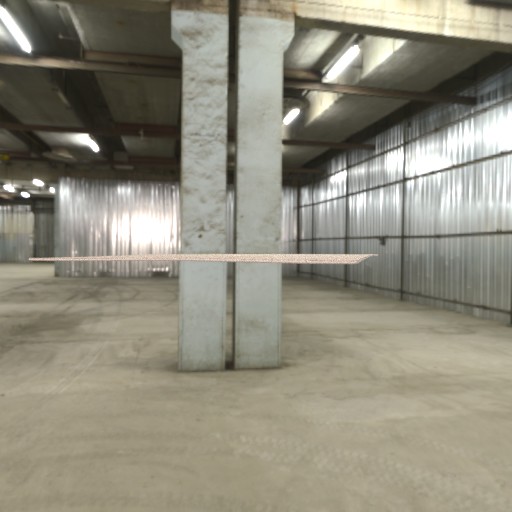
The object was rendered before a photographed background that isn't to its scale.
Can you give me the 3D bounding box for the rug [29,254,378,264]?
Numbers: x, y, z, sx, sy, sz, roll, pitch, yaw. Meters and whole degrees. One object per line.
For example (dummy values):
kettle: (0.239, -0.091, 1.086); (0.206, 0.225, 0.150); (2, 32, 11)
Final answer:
rug: (0.000, 0.000, 2.273); (1.154, 0.021, 1.792); (0, 1, 17)
